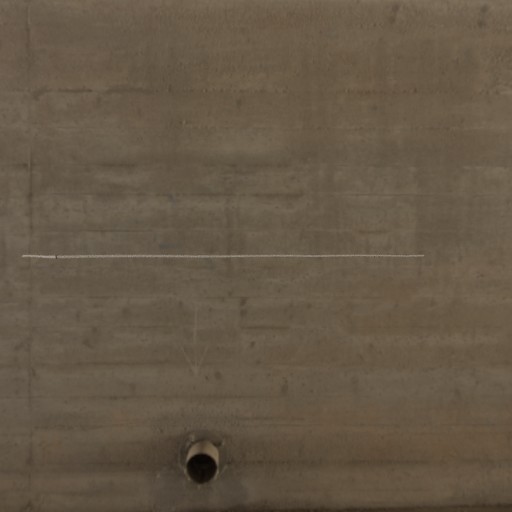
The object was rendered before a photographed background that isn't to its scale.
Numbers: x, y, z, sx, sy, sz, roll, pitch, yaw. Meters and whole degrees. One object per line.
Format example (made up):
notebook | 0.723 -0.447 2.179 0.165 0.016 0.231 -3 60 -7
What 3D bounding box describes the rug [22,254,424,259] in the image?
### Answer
rug | 0.000 0.000 2.410 2.182 0.015 0.645 0 0 -36
